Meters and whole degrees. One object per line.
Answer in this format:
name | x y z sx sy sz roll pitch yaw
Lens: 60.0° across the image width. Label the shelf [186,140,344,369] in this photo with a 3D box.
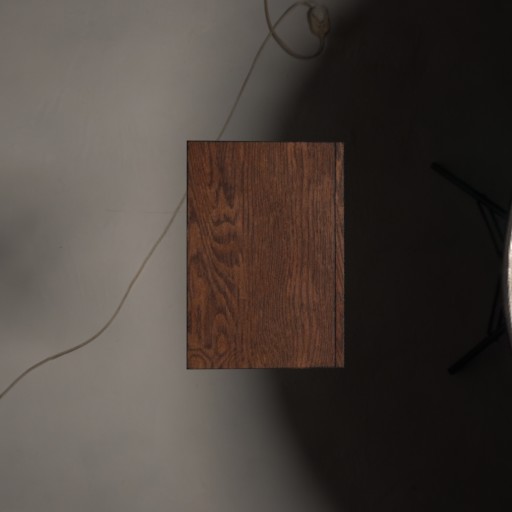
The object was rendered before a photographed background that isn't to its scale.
shelf | 0.000 0.000 1.907 0.395 1.732 0.539 0 90 -2
